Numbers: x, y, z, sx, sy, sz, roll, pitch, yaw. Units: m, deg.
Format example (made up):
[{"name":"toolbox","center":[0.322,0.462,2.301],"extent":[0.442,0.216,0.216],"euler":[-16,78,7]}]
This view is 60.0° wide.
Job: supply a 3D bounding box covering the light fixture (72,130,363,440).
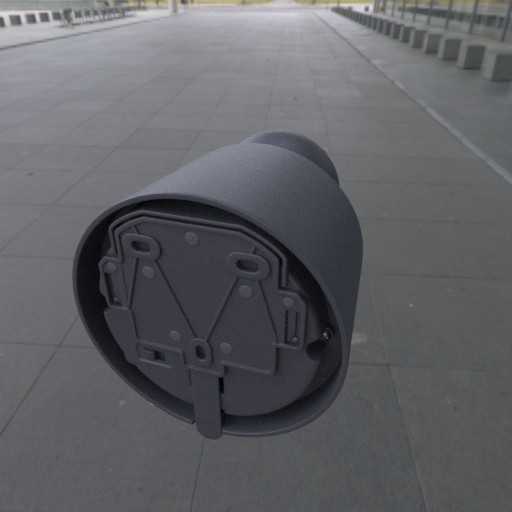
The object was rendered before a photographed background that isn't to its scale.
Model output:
[{"name":"light fixture","center":[0.000,0.000,0.267],"extent":[0.134,0.143,0.160],"euler":[10,32,16]}]
